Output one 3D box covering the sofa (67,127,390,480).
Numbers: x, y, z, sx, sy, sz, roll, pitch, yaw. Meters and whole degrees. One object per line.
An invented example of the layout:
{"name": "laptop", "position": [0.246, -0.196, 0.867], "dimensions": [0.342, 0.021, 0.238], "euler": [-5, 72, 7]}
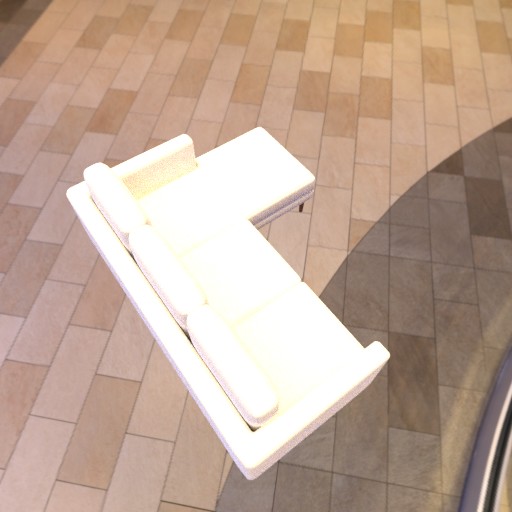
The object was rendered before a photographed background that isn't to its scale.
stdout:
{"name": "sofa", "position": [0.000, 0.000, 2.843], "dimensions": [1.580, 0.899, 2.029], "euler": [-32, 63, -18]}
